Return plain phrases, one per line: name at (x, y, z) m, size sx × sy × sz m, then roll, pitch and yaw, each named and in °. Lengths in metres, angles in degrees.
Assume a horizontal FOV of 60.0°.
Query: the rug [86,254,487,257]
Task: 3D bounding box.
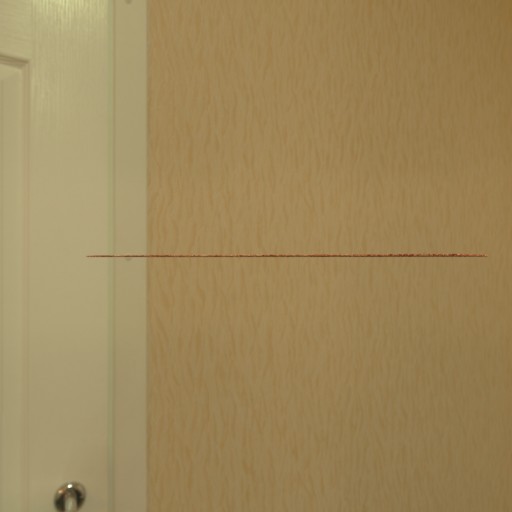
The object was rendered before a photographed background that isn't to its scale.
rug at (0.000, 0.000, 2.721) m, size 2.435 × 0.011 × 0.750 m, roll 0°, pitch 0°, yaw 36°
